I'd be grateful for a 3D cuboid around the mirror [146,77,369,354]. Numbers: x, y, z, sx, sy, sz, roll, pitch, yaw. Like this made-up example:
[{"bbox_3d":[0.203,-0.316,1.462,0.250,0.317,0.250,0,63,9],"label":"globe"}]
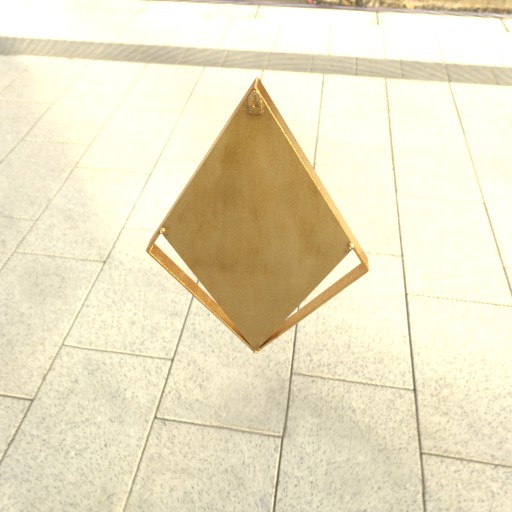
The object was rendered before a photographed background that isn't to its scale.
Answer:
[{"bbox_3d":[0.000,0.000,0.834,0.419,0.679,0.032,5,48,4],"label":"mirror"}]
